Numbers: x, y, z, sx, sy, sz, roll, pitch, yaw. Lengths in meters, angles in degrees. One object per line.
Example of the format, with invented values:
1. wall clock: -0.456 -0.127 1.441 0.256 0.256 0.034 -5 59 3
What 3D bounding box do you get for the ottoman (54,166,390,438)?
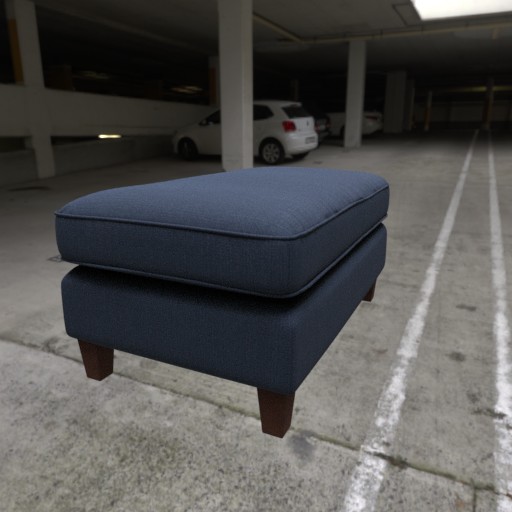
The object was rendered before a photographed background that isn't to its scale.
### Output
1. ottoman: 0.000 0.000 1.207 0.570 0.438 0.885 7 17 25
